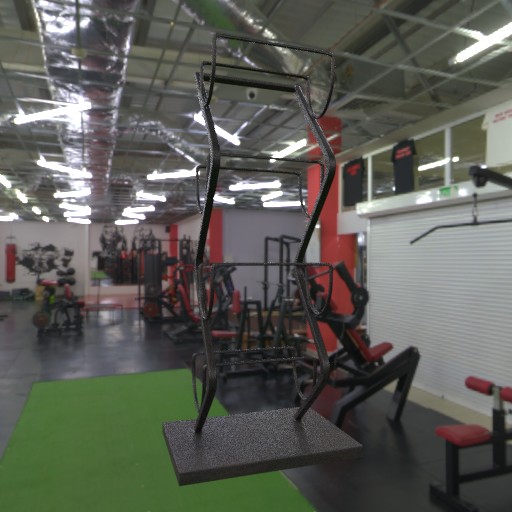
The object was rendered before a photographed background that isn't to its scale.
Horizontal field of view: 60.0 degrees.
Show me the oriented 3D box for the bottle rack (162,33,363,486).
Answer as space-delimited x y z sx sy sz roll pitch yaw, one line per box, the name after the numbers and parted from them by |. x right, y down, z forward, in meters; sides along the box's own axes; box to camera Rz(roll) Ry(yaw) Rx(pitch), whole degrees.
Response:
0.000 0.000 0.661 0.254 0.559 0.178 0 -1 -18 | bottle rack
